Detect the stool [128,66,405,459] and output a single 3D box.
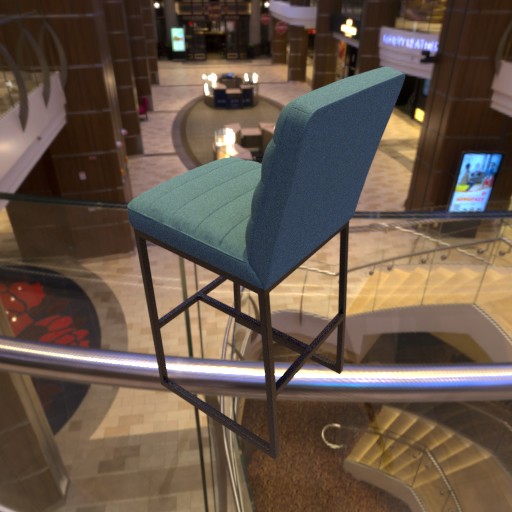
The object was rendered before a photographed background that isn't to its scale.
[{"bbox_3d":[0.000,0.000,1.305,0.560,1.040,0.460,21,38,30],"label":"stool"}]
